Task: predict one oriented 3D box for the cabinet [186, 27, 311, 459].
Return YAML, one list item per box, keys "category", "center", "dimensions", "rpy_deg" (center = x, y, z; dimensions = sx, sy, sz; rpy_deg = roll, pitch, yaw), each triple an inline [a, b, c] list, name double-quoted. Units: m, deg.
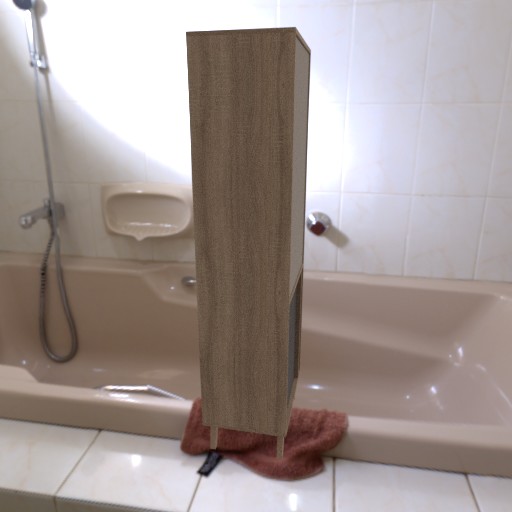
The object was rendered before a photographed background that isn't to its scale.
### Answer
- category: "cabinet"
  center: [0.000, 0.000, 2.105]
  dimensions: [0.400, 1.850, 0.570]
  rpy_deg: [4, 18, 11]
